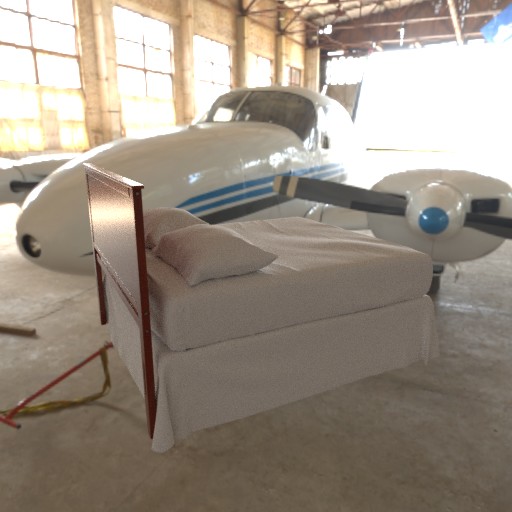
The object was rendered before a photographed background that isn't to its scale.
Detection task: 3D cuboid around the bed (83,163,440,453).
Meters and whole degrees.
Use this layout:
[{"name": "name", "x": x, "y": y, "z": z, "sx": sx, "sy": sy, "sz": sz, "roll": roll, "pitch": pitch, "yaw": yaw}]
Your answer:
[{"name": "bed", "x": 0.000, "y": 0.000, "z": 3.187, "sx": 2.050, "sy": 1.270, "sz": 1.870, "roll": -8, "pitch": 17, "yaw": -26}]
